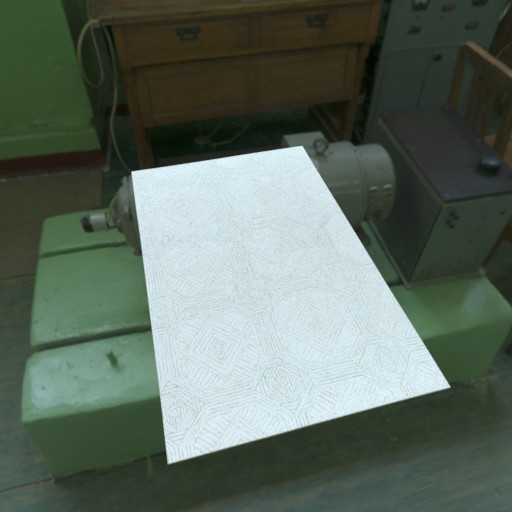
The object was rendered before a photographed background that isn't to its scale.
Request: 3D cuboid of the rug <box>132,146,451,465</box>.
[{"bbox_3d":[0.000,0.000,3.063,1.524,0.008,2.440,-11,47,-10],"label":"rug"}]
